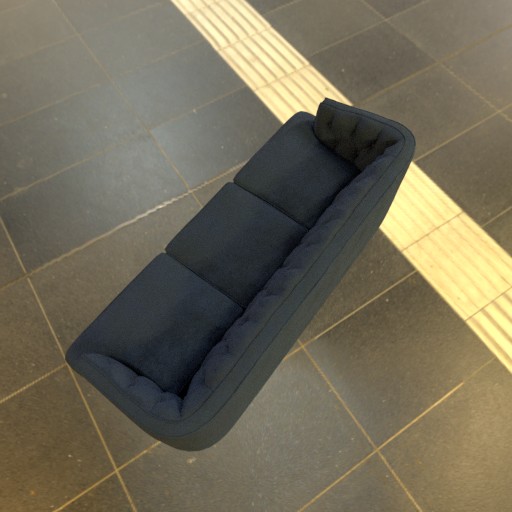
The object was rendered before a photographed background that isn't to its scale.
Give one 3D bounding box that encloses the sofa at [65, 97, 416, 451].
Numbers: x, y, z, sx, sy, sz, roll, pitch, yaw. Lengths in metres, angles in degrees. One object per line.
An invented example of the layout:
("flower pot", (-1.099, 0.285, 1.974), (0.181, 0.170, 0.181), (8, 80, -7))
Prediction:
("sofa", (0.000, 0.000, 2.690), (0.941, 0.855, 2.278), (34, 68, 16))
